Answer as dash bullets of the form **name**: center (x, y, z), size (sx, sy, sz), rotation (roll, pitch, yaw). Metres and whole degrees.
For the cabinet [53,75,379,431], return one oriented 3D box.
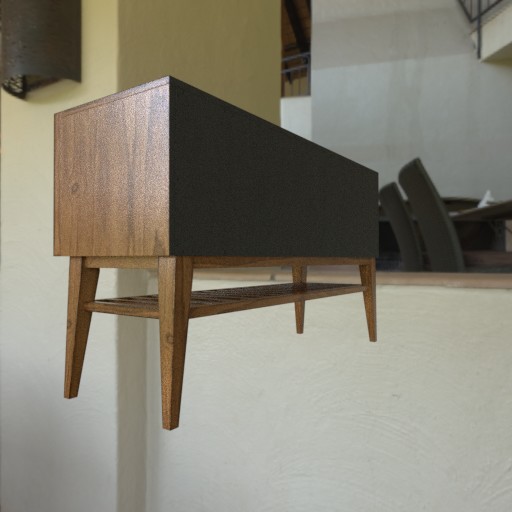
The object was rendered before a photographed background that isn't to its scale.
- **cabinet**: center (0.000, 0.000, 1.688), size (0.477, 0.802, 1.363), rotation (0, -1, 35)
